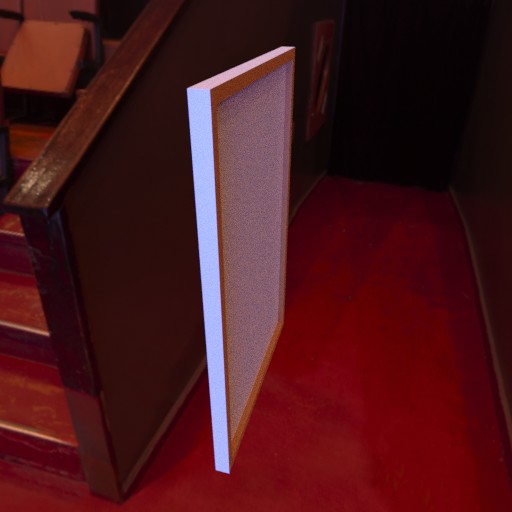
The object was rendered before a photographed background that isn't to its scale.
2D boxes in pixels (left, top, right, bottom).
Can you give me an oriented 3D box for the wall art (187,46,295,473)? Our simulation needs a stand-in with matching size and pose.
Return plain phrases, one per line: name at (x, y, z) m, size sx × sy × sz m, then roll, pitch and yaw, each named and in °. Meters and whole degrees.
wall art at (0.000, 0.000, 1.133) m, size 0.037 × 0.916 × 0.610 m, roll 8°, pitch 32°, yaw 14°
